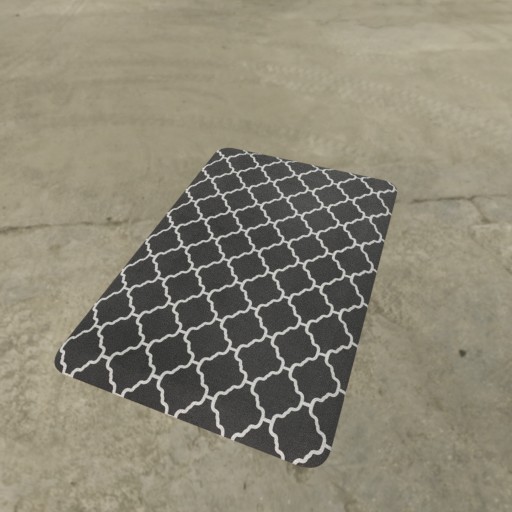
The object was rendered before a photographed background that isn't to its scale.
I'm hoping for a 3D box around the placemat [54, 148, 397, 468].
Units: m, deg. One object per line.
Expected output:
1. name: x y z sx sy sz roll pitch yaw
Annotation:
1. placemat: 0.000 0.000 0.963 0.508 0.021 0.762 15 48 14
